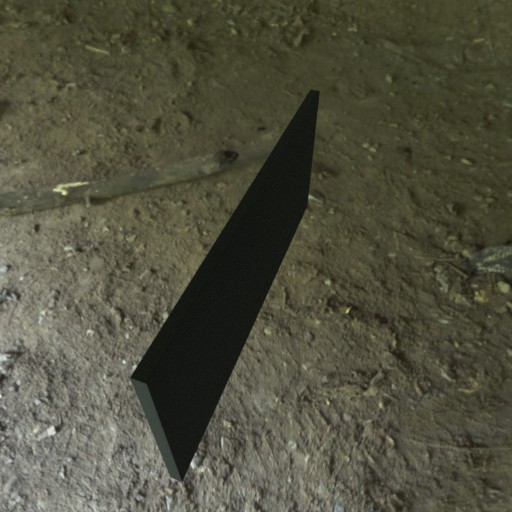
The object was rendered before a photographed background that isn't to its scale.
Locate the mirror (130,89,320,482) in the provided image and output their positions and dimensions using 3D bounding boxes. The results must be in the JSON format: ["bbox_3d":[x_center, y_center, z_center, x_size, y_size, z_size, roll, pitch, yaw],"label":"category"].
[{"bbox_3d":[0.000,0.000,1.800,0.047,0.692,1.584,15,48,14],"label":"mirror"}]
